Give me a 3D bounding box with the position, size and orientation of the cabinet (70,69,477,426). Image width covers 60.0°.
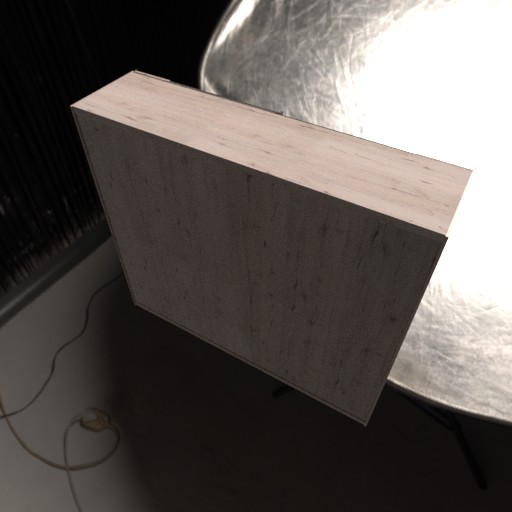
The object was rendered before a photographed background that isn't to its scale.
[{"bbox_3d":[0.000,0.000,3.515,2.500,2.180,0.660,23,51,20],"label":"cabinet"}]
